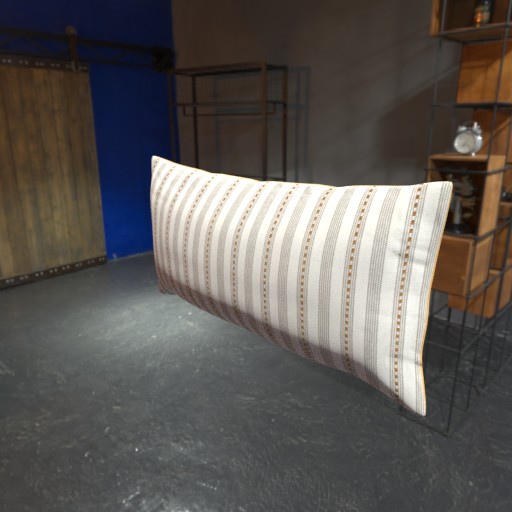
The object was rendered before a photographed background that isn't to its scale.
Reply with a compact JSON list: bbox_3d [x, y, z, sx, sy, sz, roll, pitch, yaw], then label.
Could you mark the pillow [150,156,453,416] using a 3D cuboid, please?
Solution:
[{"bbox_3d":[0.000,0.000,0.723,0.151,0.291,0.608,-15,22,-42],"label":"pillow"}]
